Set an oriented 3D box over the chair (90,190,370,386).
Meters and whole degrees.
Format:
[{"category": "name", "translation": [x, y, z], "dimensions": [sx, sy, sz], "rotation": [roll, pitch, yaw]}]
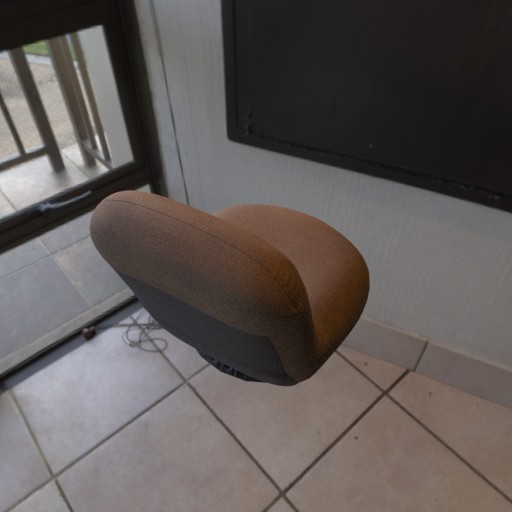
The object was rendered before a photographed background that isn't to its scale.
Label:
[{"category": "chair", "translation": [0.000, 0.000, 1.053], "dimensions": [0.521, 0.594, 0.597], "rotation": [23, 50, 21]}]
